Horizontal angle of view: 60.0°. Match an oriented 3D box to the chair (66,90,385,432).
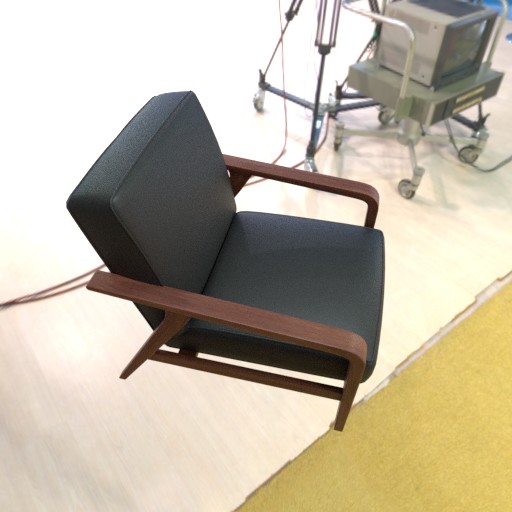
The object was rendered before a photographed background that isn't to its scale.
[{"bbox_3d":[0.000,0.000,1.503,0.889,0.861,0.719,10,48,9],"label":"chair"}]
